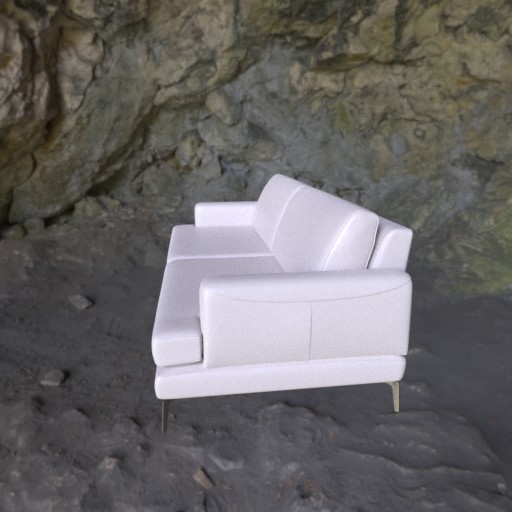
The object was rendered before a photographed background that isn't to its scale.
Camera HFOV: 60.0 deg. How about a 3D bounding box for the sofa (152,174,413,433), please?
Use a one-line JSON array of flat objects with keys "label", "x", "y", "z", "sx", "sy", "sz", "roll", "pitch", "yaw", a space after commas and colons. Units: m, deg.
[{"label": "sofa", "x": 0.000, "y": 0.000, "z": 2.427, "sx": 0.974, "sy": 0.765, "sz": 1.940, "roll": -2, "pitch": 15, "yaw": -8}]
